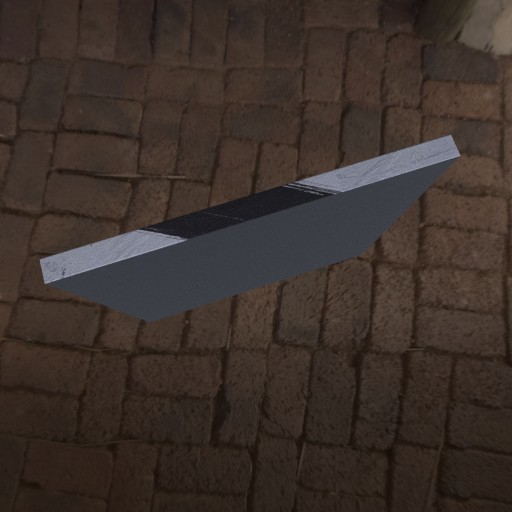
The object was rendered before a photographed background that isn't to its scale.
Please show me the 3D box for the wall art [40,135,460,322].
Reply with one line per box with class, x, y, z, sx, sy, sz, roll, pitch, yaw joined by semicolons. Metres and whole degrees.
wall art;0.000;0.000;1.153;0.765;0.765;0.046;-17;77;-4
